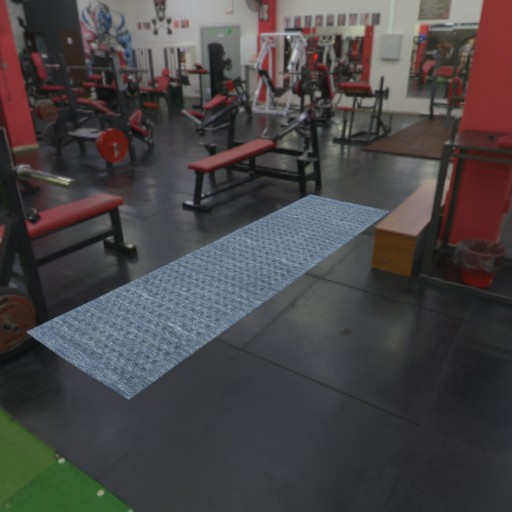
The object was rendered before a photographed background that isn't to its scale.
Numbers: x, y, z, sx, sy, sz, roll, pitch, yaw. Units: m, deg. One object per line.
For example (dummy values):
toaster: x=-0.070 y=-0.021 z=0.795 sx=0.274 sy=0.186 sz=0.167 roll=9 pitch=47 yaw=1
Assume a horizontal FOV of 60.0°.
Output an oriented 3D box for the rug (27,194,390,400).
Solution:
rug: x=0.000 y=0.000 z=2.631 sx=0.688 sy=0.008 sz=2.443 roll=18 pitch=31 yaw=33
